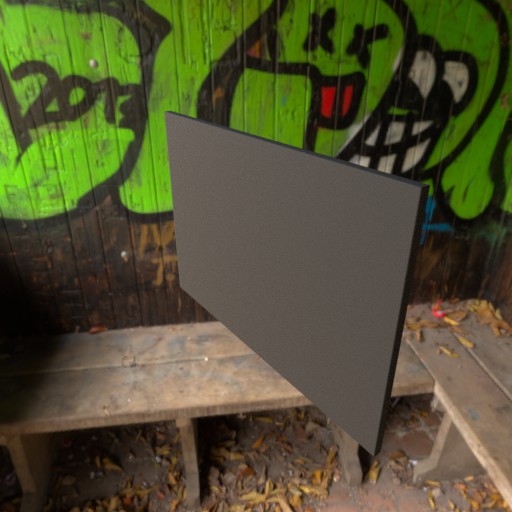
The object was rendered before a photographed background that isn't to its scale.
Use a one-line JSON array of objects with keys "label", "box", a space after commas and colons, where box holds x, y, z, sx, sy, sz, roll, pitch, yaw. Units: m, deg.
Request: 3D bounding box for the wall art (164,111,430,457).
[{"label": "wall art", "box": [0.000, 0.000, 1.236, 0.026, 0.656, 0.958, -19, 32, -32]}]
